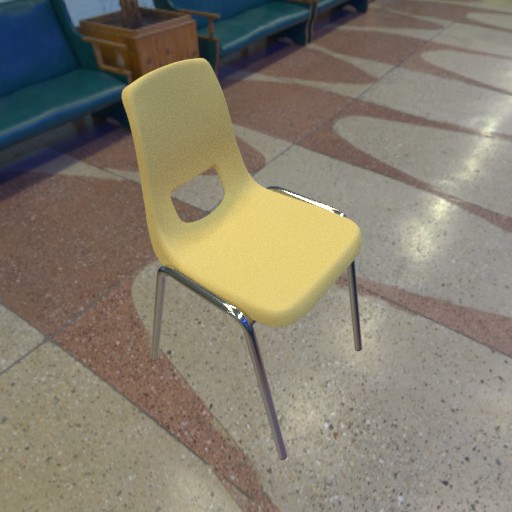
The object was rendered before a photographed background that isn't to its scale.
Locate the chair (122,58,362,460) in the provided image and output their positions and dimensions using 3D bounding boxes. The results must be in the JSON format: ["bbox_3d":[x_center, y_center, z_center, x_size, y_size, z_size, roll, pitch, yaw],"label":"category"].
[{"bbox_3d":[0.000,0.000,0.945,0.436,0.704,0.381,26,48,27],"label":"chair"}]
